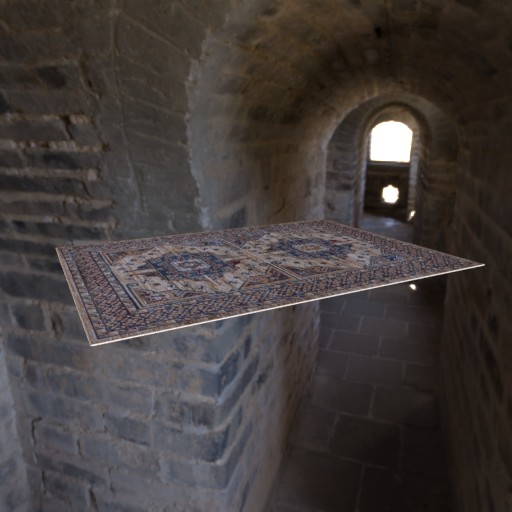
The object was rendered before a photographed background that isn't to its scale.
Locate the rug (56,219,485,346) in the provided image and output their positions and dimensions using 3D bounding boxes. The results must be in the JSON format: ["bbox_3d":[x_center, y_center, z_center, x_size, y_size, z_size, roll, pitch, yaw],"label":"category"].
[{"bbox_3d":[0.000,0.000,2.821,2.227,0.008,1.611,-8,18,-27],"label":"rug"}]
